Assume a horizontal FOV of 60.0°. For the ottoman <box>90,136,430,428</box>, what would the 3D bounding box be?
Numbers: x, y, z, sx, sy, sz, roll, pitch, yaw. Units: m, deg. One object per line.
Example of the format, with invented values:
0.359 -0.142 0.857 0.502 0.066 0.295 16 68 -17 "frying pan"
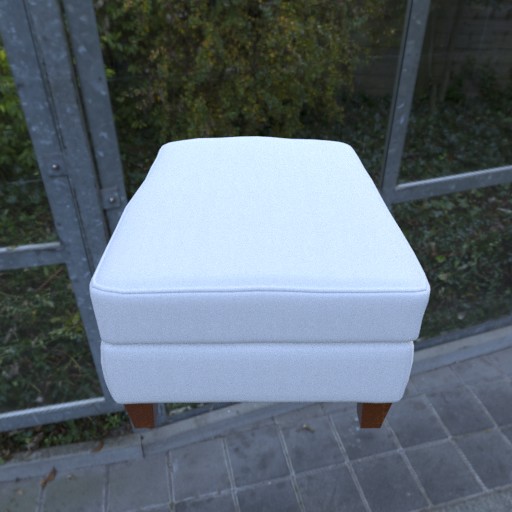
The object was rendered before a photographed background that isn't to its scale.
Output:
0.000 0.000 1.202 0.634 0.479 0.818 0 32 0 "ottoman"
